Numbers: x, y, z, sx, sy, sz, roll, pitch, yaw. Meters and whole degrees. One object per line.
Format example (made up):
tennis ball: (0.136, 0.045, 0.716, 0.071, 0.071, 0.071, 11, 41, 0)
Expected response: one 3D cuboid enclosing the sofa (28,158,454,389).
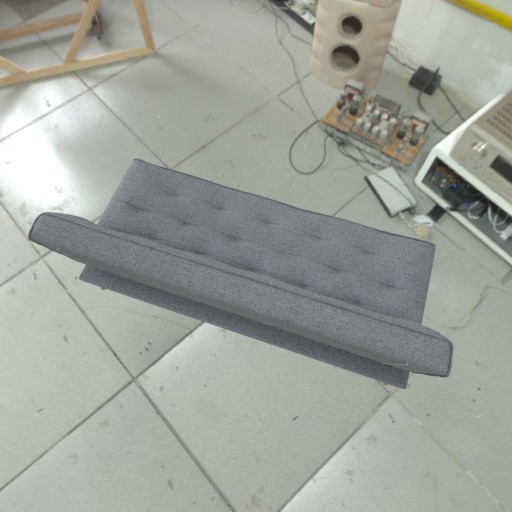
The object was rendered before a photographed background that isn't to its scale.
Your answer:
sofa: (0.000, 0.000, 2.288, 1.820, 0.830, 0.810, 17, 66, 8)
